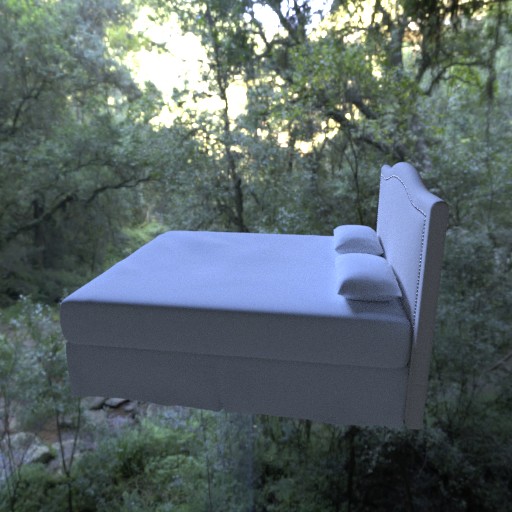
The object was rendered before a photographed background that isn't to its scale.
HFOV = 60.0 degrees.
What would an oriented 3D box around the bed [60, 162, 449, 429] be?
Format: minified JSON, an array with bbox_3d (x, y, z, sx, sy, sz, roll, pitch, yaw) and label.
[{"bbox_3d":[0.000,0.000,3.385,2.182,1.421,2.083,3,17,8],"label":"bed"}]
